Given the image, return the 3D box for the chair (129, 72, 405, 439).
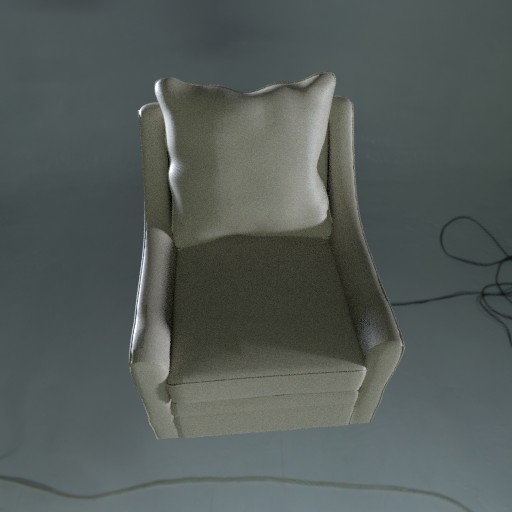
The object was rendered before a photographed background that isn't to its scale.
[{"bbox_3d":[0.000,0.000,1.517,0.760,0.942,0.876,-3,46,-3],"label":"chair"}]
